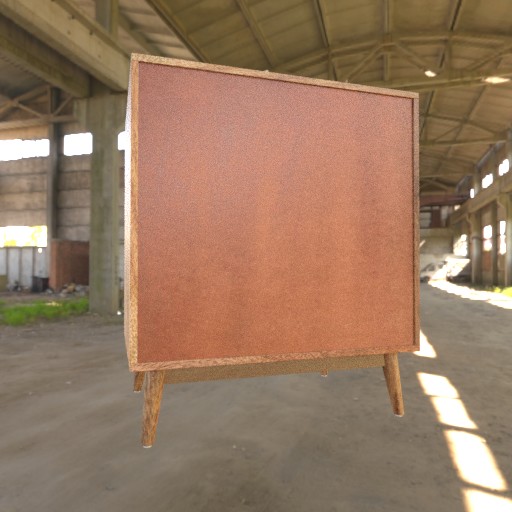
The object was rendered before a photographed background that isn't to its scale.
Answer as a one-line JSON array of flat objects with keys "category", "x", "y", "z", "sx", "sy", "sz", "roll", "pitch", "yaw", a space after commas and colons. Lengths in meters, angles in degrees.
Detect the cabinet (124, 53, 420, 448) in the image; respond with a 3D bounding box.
[{"category": "cabinet", "x": 0.000, "y": 0.000, "z": 1.155, "sx": 0.647, "sy": 0.758, "sz": 0.473, "roll": 0, "pitch": -1, "yaw": -18}]
